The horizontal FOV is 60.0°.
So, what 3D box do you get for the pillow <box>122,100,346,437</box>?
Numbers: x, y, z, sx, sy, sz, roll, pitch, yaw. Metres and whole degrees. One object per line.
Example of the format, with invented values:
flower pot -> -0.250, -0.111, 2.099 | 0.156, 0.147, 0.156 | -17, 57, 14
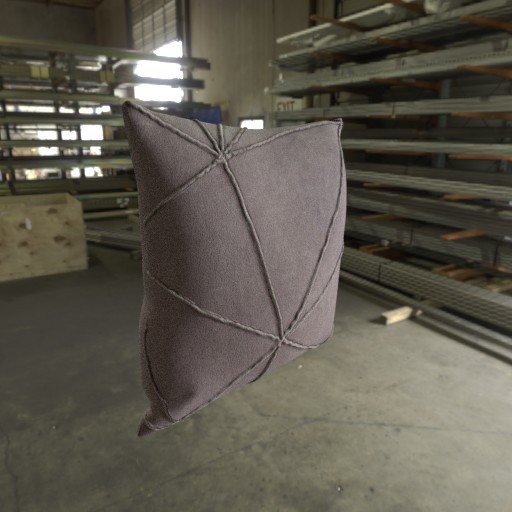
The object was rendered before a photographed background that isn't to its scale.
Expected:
pillow -> 0.000, 0.000, 0.695 | 0.439, 0.440, 0.185 | -14, 21, -43
